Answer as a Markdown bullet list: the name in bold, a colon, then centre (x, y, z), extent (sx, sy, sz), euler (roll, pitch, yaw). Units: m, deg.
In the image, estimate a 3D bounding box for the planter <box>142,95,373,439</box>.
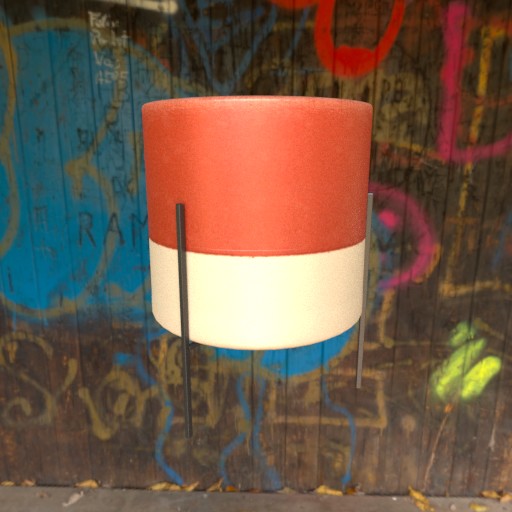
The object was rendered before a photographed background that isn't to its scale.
- **planter**: centre (0.000, 0.000, 0.732), extent (0.345, 0.465, 0.354), euler (-7, 15, -25)
